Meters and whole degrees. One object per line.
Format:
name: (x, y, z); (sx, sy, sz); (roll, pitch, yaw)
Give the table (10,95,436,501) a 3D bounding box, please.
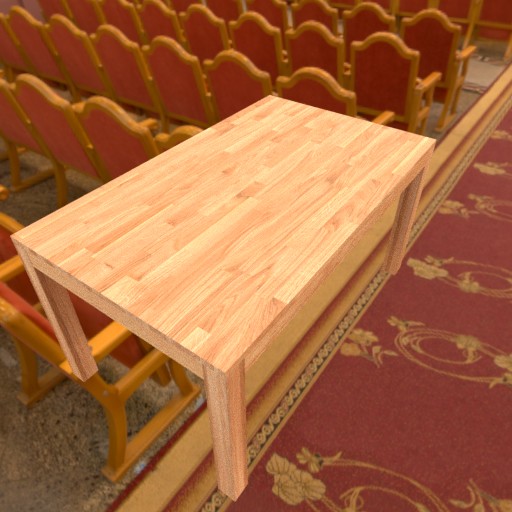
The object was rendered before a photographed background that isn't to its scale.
table: (0.000, 0.000, 1.960); (0.900, 0.770, 1.500); (25, 47, 26)
